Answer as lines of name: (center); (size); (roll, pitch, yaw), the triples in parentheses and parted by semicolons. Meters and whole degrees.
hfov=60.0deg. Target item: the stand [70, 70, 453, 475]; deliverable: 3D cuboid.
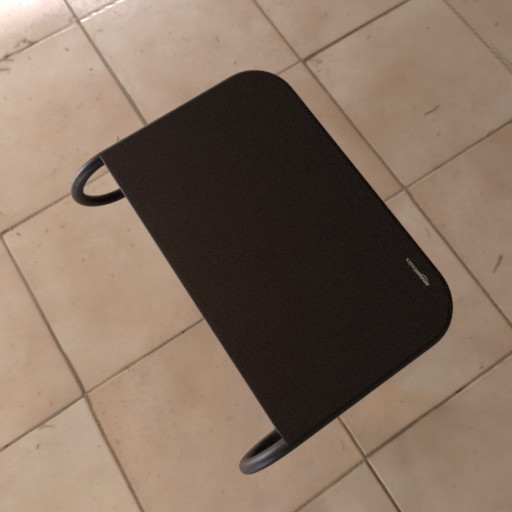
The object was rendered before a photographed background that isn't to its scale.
stand: (0.000, 0.000, 0.509); (0.280, 0.108, 0.370); (-33, 78, -8)
